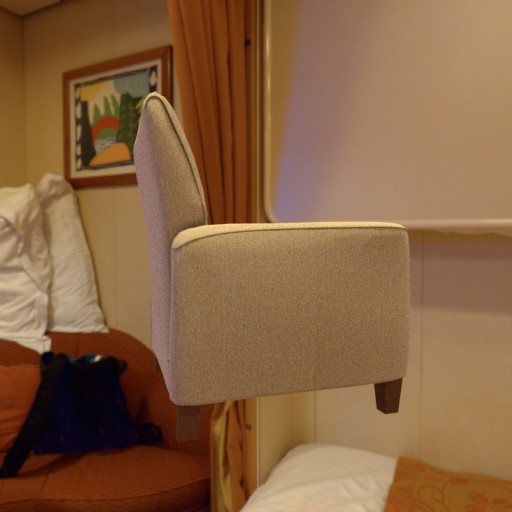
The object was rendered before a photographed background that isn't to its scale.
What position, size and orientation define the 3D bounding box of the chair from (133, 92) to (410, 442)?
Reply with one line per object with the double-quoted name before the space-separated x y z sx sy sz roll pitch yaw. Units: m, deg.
"chair" 0.000 0.000 1.678 0.864 1.014 0.848 -1 2 -18
